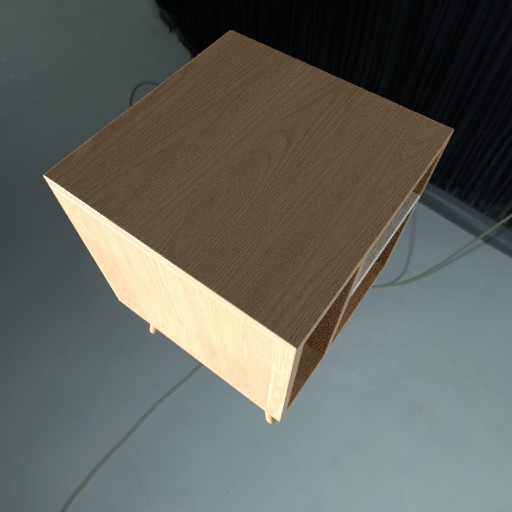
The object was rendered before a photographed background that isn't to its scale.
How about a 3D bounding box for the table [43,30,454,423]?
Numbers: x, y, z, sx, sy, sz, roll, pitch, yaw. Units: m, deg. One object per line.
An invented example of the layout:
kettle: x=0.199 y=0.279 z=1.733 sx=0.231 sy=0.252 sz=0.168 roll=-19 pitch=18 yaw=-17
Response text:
table: x=0.000 y=0.000 z=0.838 sx=0.400 sy=0.550 sz=0.400 roll=32 pitch=64 yaw=18
